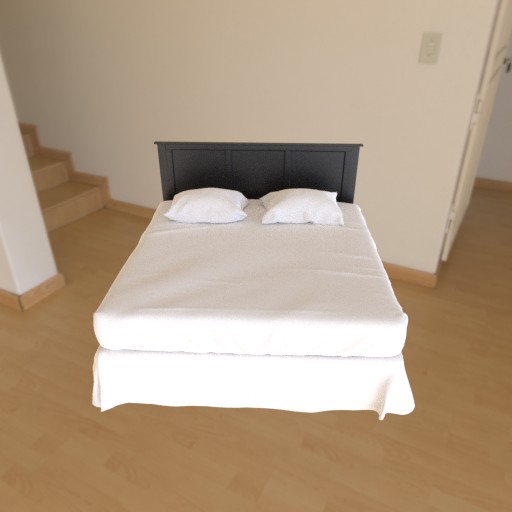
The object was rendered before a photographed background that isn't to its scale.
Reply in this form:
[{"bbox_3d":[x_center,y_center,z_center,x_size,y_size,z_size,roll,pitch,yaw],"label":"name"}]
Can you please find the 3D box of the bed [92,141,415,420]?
[{"bbox_3d":[0.000,0.000,3.618,2.315,1.271,2.219,1,29,2],"label":"bed"}]
